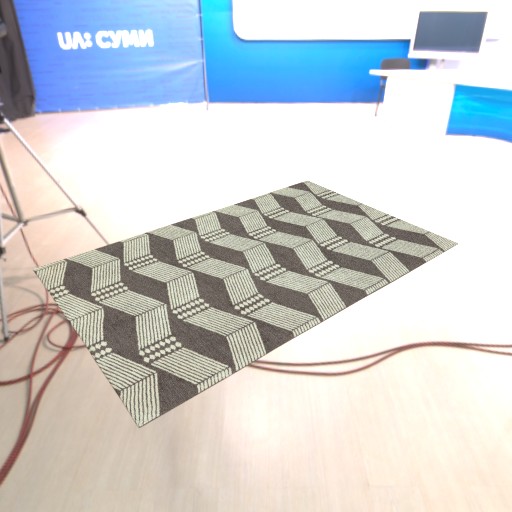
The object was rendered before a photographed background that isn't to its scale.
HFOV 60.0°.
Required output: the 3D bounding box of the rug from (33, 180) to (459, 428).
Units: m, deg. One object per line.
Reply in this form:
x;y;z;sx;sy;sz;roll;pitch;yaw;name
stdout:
0.000;0.000;2.968;2.435;0.011;1.517;-23;38;-32;rug
